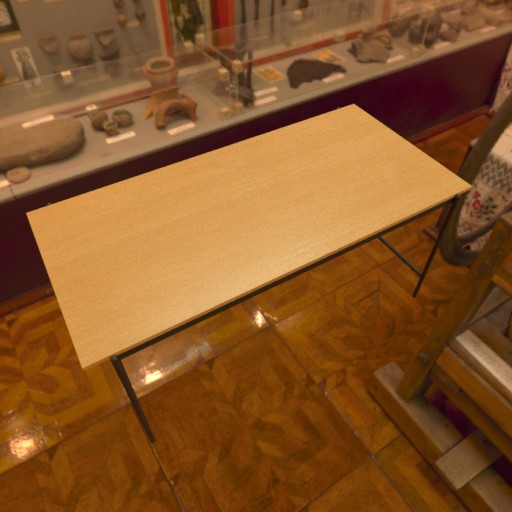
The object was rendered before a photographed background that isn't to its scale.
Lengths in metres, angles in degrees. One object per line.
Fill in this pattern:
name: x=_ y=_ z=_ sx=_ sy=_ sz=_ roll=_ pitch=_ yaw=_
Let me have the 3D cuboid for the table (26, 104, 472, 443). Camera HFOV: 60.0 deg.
table: x=0.000 y=0.000 z=2.255 sx=1.800 sy=0.758 sz=0.900 roll=-24 pitch=52 yaw=-20
